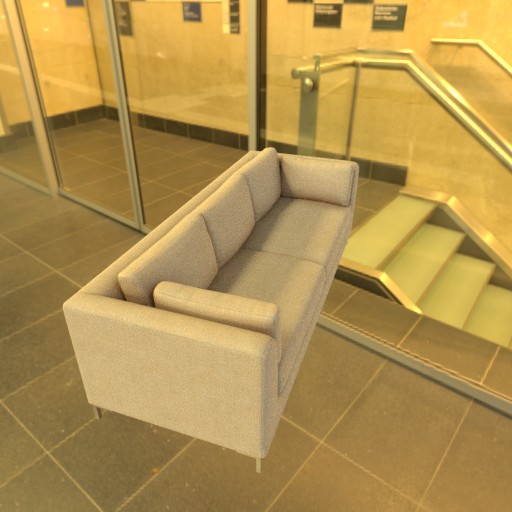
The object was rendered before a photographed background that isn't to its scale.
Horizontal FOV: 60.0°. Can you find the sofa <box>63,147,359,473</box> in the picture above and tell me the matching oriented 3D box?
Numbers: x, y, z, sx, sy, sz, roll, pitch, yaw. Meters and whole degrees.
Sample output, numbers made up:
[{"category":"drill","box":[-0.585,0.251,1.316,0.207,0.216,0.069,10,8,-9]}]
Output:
[{"category":"sofa","box":[0.000,0.000,2.956,0.969,0.867,2.415,10,32,17]}]
